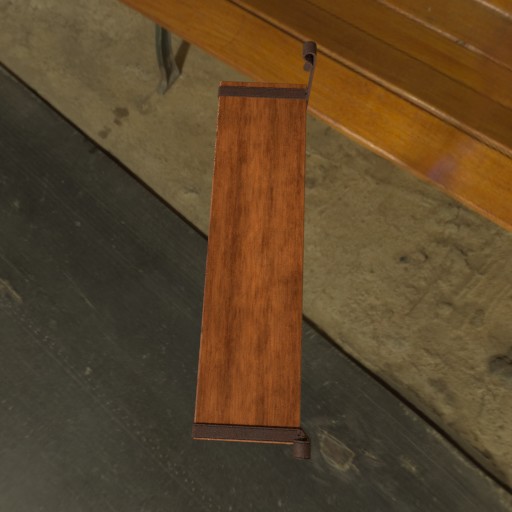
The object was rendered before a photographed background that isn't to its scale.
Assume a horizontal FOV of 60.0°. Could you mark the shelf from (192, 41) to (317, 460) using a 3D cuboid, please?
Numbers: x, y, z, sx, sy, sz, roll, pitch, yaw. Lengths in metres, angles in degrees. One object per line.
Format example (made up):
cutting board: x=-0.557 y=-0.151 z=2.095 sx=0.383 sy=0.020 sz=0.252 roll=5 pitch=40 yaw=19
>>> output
shelf: x=0.000 y=0.000 z=0.703 sx=0.146 sy=0.330 sz=0.567 roll=3 pitch=76 yaw=1
